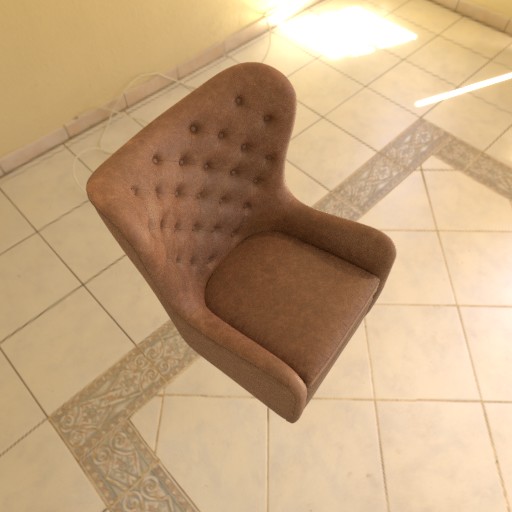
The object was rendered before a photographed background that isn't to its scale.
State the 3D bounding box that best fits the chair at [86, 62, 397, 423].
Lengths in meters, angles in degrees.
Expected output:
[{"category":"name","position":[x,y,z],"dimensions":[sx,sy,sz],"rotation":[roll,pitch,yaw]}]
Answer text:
[{"category":"chair","position":[0.000,0.000,1.777],"dimensions":[0.930,1.079,0.831],"rotation":[32,63,19]}]
